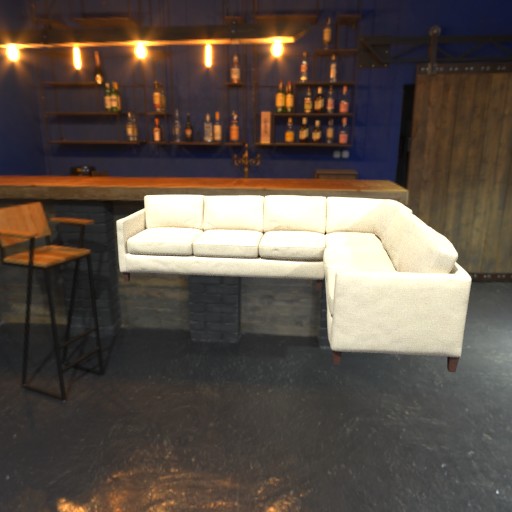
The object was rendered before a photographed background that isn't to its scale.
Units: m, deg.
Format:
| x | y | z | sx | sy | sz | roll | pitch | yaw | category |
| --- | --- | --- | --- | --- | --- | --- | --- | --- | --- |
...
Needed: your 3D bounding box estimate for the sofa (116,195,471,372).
| x | y | z | sx | sy | sz | roll | pitch | yaw | category |
| --- | --- | --- | --- | --- | --- | --- | --- | --- | --- |
| 0.000 | 0.000 | 4.459 | 3.302 | 0.947 | 2.593 | 2 | 16 | 7 | sofa |
